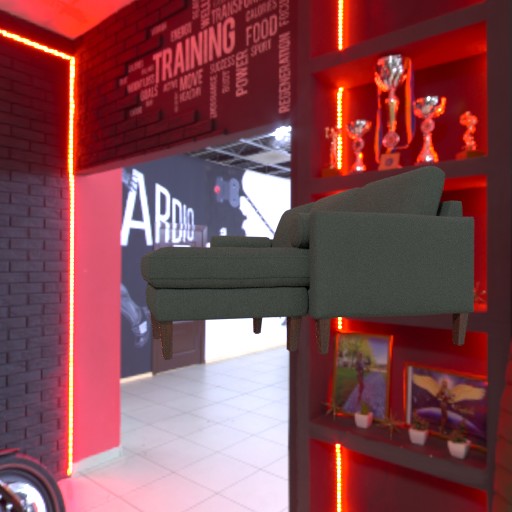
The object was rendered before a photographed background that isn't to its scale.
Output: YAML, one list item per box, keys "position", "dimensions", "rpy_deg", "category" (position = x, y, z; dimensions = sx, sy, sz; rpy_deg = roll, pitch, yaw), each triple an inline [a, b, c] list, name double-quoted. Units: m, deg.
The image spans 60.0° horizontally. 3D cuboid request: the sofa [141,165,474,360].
- position: [0.000, 0.000, 2.903]
  dimensions: [1.506, 0.876, 2.178]
  rpy_deg: [0, -1, -17]
  category: "sofa"
